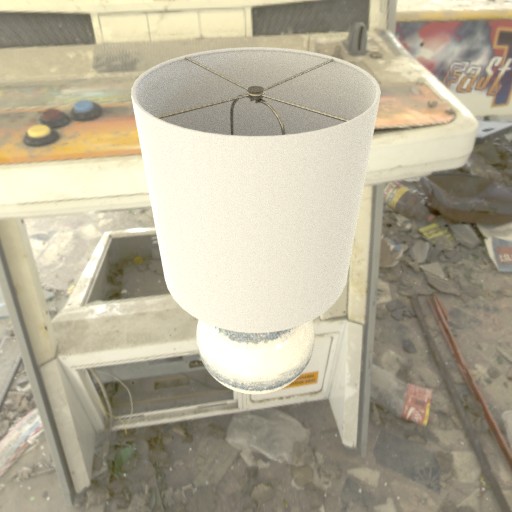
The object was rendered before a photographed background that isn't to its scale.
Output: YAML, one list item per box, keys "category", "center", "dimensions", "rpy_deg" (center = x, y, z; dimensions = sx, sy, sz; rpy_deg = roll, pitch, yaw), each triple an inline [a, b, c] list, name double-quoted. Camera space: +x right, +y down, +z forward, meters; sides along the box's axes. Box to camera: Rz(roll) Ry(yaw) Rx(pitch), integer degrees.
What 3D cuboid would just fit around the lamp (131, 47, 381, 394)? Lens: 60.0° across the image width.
- category: "lamp"
  center: [0.000, 0.000, 0.524]
  dimensions: [0.216, 0.404, 0.216]
  rpy_deg: [11, 42, 13]
